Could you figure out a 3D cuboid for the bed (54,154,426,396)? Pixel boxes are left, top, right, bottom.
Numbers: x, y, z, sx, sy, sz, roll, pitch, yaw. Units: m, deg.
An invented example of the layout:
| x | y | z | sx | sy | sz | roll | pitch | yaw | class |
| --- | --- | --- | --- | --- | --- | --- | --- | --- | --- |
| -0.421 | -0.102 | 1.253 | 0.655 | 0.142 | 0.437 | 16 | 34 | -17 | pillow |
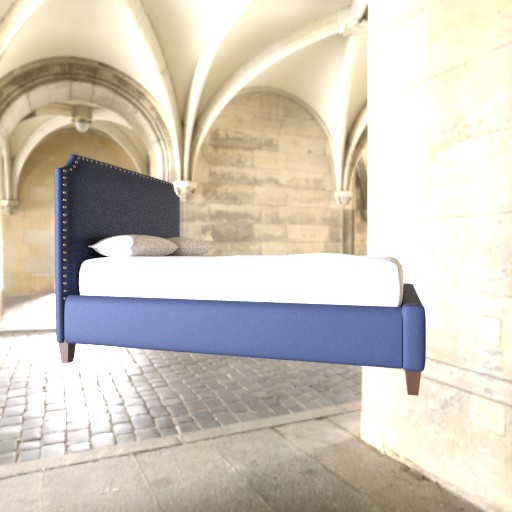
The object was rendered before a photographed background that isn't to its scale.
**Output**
| x | y | z | sx | sy | sz | roll | pitch | yaw | class |
| --- | --- | --- | --- | --- | --- | --- | --- | --- | --- |
| 0.000 | 0.000 | 3.438 | 2.372 | 1.443 | 1.712 | 0 | 1 | 18 | bed |
